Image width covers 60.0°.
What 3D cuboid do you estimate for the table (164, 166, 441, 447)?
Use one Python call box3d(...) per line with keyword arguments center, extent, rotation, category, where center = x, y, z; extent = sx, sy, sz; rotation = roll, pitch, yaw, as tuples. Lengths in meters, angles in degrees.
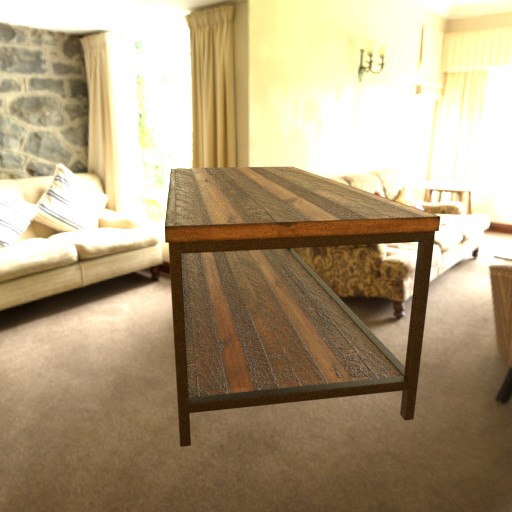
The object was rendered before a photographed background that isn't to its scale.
box3d(center=(0.000, 0.000, 1.225), extent=(0.452, 0.399, 0.990), rotation=(-3, 16, -10), category="table")
